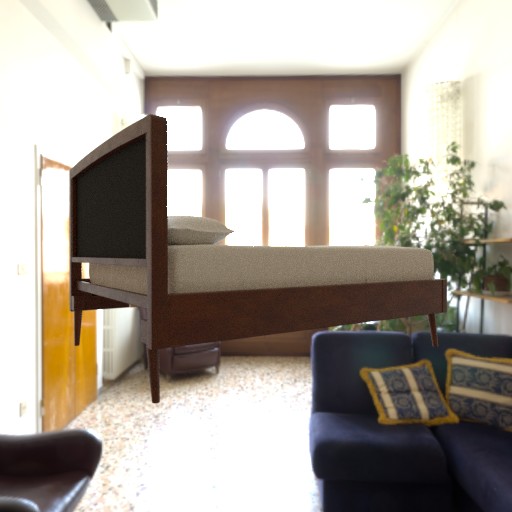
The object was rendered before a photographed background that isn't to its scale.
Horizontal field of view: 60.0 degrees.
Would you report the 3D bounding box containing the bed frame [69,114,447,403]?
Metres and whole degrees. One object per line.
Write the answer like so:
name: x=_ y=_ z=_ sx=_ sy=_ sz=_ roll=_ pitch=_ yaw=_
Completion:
bed frame: x=0.000 y=0.000 z=3.154 sx=2.171 sy=1.279 sz=1.587 roll=0 pitch=0 yaw=-35
